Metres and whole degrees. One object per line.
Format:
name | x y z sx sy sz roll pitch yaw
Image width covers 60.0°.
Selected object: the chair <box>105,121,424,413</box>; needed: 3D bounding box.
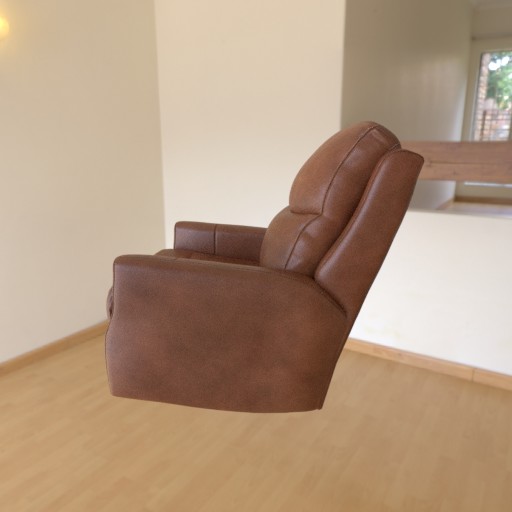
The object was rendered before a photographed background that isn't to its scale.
chair | 0.000 0.000 1.772 1.072 1.016 0.821 2 15 7
